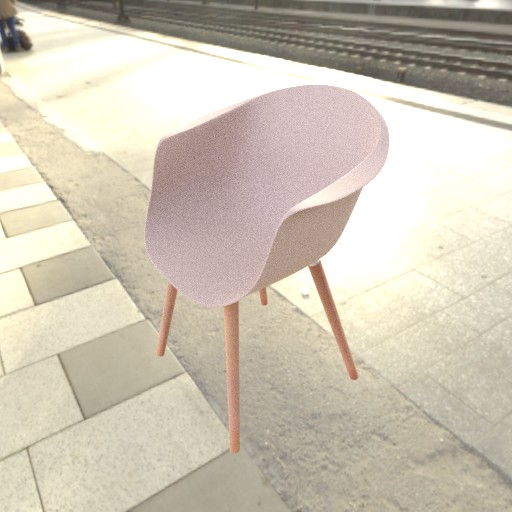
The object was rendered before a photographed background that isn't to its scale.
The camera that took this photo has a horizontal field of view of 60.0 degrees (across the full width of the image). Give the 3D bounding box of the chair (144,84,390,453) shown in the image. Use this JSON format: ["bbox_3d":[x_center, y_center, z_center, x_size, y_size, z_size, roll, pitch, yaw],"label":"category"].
[{"bbox_3d":[0.000,0.000,1.155,0.504,0.781,0.593,-21,38,-30],"label":"chair"}]
